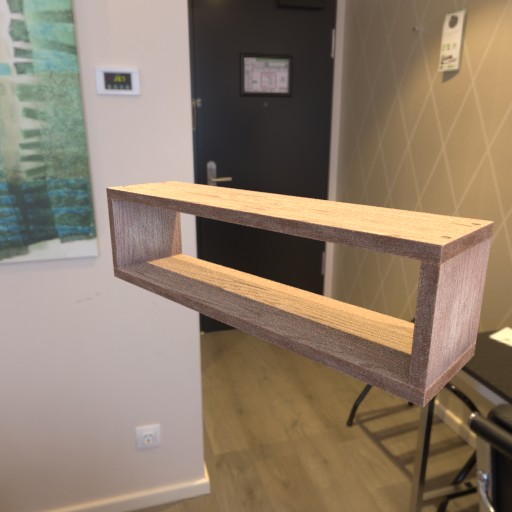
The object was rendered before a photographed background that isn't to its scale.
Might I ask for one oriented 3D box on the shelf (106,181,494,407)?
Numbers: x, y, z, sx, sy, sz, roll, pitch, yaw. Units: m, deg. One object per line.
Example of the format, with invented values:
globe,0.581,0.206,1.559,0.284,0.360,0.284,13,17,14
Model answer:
shelf,0.000,0.000,0.680,0.610,0.170,0.150,14,21,41
